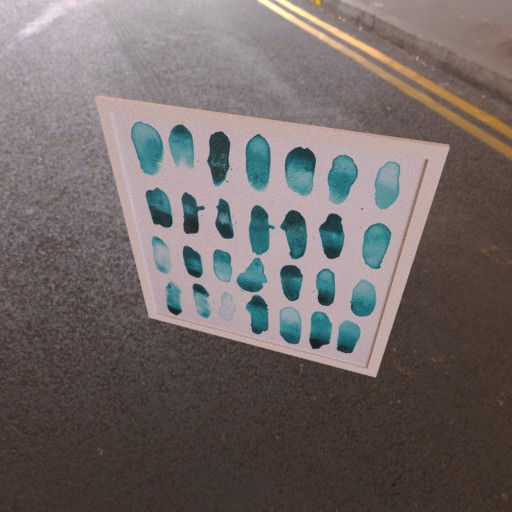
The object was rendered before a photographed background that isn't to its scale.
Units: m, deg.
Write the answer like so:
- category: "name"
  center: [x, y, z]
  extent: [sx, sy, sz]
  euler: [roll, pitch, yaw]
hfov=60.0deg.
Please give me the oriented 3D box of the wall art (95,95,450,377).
- category: "wall art"
  center: [0.000, 0.000, 1.249]
  extent: [0.812, 0.813, 0.013]
  euler: [12, 43, 13]
